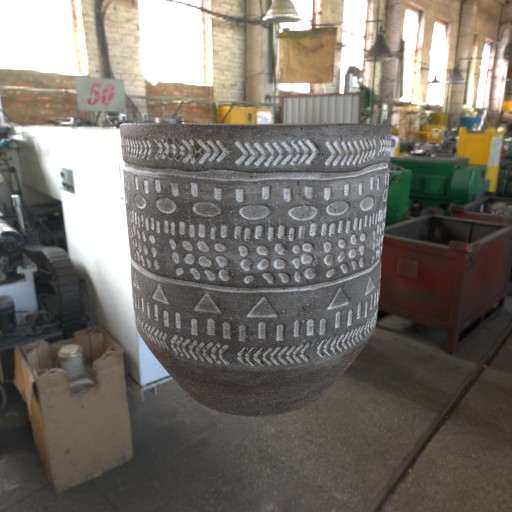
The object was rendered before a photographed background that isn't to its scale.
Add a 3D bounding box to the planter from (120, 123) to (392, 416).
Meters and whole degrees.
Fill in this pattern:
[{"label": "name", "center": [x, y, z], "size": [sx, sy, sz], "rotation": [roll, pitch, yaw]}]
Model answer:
[{"label": "planter", "center": [0.000, 0.000, 0.222], "size": [0.122, 0.128, 0.122], "rotation": [0, 17, 0]}]
